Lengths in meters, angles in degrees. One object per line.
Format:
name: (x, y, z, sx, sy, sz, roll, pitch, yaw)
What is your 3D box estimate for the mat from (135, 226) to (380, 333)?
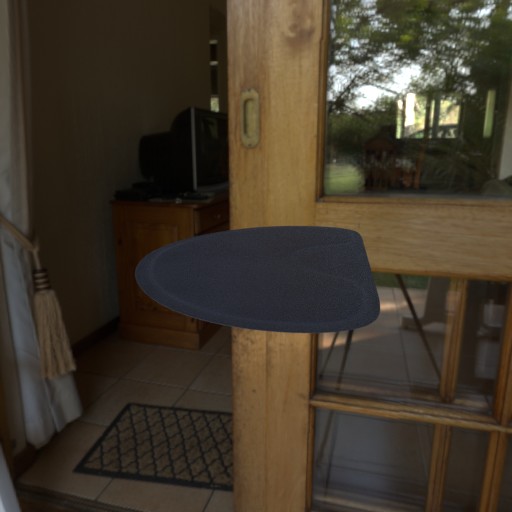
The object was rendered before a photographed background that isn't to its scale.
mat: (0.000, 0.000, 1.847, 0.913, 0.013, 1.524, 2, 14, 10)
